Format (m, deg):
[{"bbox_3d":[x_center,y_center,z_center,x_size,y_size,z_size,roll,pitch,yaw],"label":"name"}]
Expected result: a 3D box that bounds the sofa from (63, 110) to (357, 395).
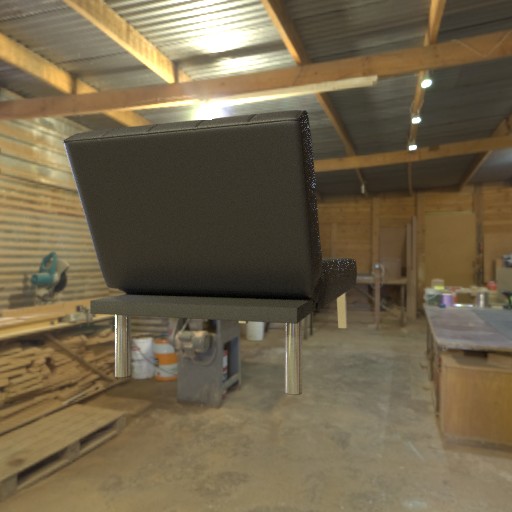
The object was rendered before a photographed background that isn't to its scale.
[{"bbox_3d":[0.000,0.000,1.973,0.760,0.820,1.560,0,0,18],"label":"sofa"}]
